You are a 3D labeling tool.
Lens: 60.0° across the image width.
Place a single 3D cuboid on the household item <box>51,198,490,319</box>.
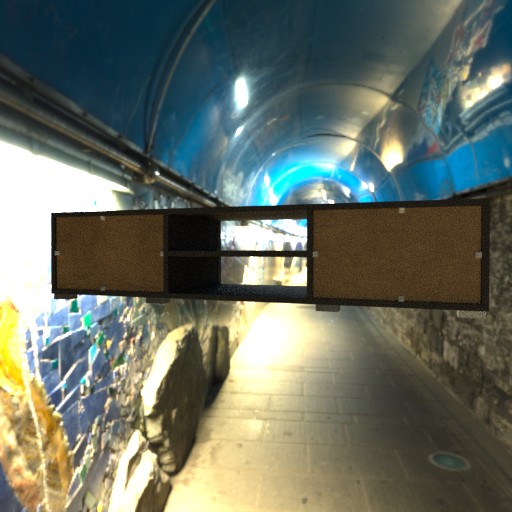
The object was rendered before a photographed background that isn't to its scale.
[{"bbox_3d":[0.000,0.000,1.553,1.400,0.310,0.420,0,1,19],"label":"household item"}]
